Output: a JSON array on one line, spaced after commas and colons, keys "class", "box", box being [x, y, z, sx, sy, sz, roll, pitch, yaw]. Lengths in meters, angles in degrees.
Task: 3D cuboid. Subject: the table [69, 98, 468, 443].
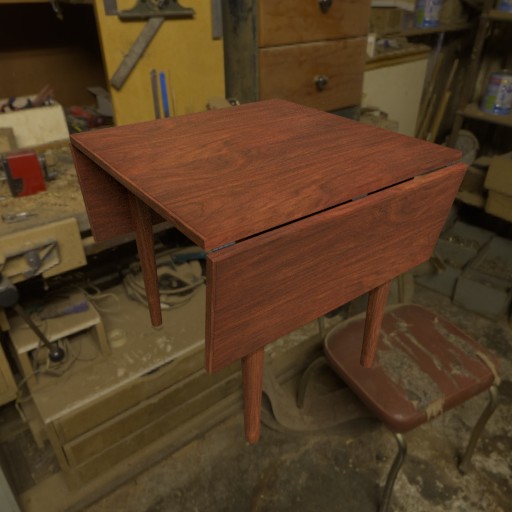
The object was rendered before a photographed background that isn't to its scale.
[{"class": "table", "box": [0.000, 0.000, 1.464, 0.812, 0.763, 0.843, -21, 38, -30]}]
